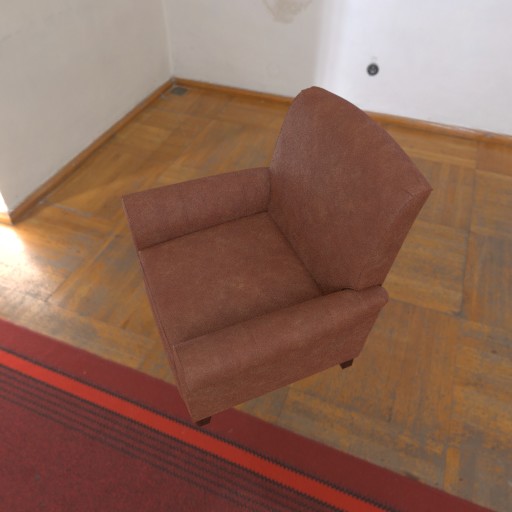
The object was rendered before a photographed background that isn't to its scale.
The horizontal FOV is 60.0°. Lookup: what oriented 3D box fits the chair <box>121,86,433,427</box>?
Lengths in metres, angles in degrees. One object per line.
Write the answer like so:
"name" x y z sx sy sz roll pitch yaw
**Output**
"chair" 0.000 0.000 1.805 0.902 1.061 0.978 -17 49 -16
